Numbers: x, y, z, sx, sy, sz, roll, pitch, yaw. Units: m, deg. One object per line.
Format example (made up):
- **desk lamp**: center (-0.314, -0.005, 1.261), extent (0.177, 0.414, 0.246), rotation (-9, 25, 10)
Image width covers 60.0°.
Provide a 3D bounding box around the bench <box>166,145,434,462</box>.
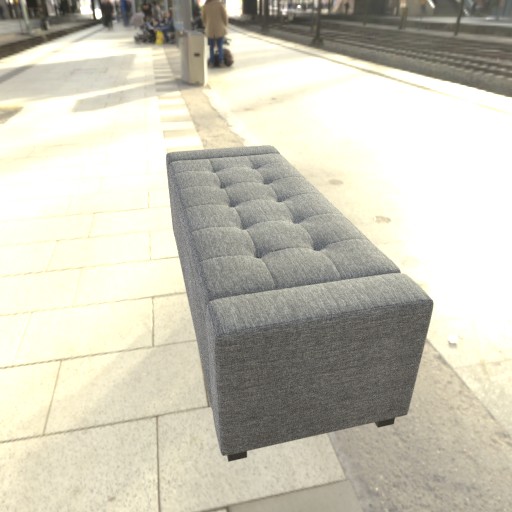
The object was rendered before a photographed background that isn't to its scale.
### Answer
- **bench**: center (0.000, 0.000, 1.576), extent (0.508, 0.445, 1.296), rotation (-7, 30, -13)
